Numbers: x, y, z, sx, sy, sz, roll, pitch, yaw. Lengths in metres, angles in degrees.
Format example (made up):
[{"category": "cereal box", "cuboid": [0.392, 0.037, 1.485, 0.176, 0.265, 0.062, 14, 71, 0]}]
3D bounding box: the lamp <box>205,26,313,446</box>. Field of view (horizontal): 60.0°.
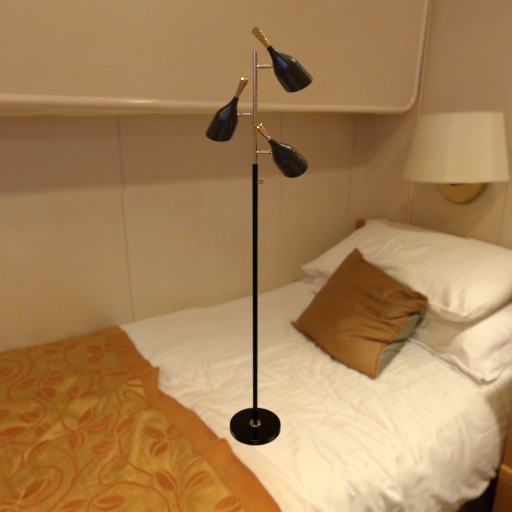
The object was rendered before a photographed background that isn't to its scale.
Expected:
[{"category": "lamp", "cuboid": [0.000, 0.000, 1.927, 0.434, 1.778, 0.253, 3, 17, 9]}]
